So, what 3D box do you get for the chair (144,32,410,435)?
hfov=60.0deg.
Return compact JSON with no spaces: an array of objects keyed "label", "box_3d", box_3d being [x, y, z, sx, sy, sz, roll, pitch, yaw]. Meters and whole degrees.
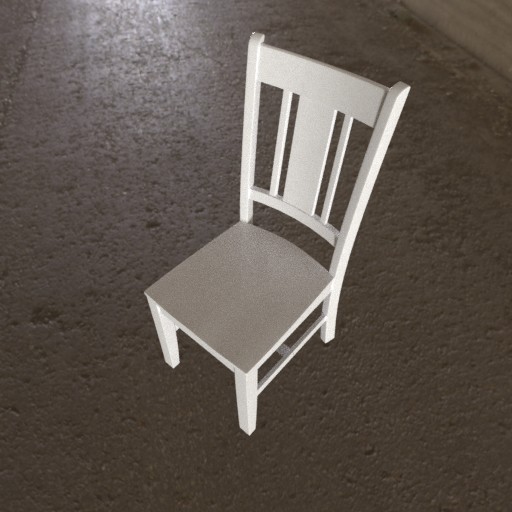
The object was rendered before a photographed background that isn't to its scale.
[{"label":"chair","box_3d":[0.000,0.000,1.300,0.450,0.998,0.555,33,55,26]}]
